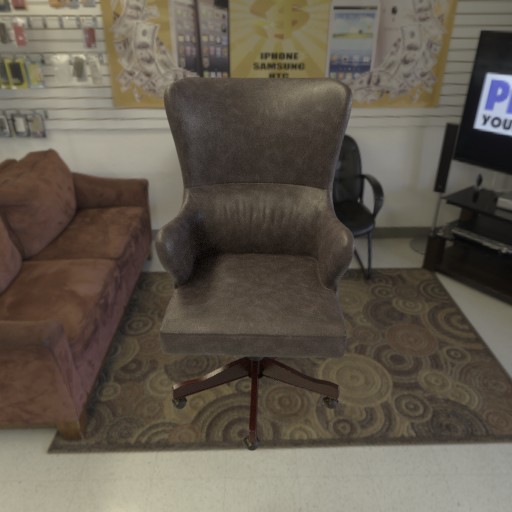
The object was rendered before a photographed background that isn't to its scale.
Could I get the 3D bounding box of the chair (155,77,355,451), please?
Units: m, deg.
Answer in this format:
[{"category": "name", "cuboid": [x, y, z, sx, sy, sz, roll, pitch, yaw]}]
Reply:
[{"category": "chair", "cuboid": [0.000, 0.000, 1.462, 0.594, 1.037, 0.717, 1, 28, 2]}]
